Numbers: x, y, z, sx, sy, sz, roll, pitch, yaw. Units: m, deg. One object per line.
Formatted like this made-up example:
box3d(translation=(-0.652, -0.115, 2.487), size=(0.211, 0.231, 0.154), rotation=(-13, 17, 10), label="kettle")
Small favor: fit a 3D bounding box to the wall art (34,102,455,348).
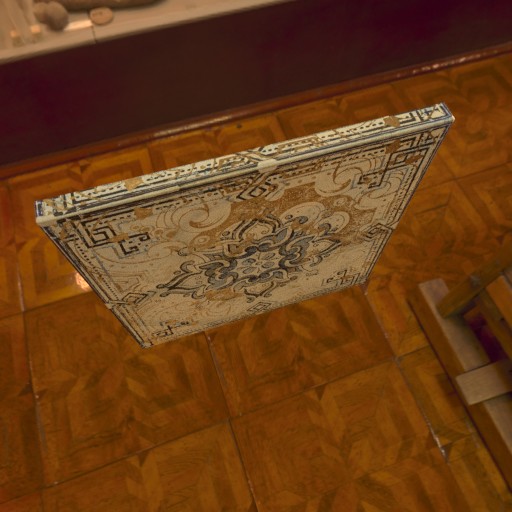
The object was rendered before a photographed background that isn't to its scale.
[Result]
box3d(translation=(0.000, 0.000, 0.893), size=(0.609, 0.607, 0.036), rotation=(-16, 64, -8), label="wall art")
